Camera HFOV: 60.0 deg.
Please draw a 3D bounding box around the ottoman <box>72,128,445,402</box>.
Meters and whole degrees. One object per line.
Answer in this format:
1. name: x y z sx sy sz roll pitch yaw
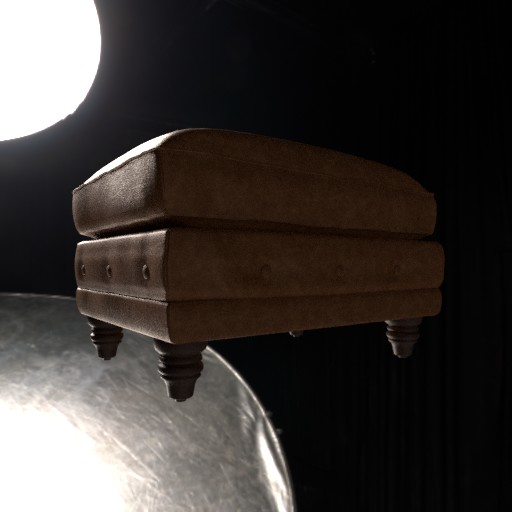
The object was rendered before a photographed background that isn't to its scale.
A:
1. ottoman: 0.000 0.000 1.039 0.710 0.480 0.533 1 -2 -36
